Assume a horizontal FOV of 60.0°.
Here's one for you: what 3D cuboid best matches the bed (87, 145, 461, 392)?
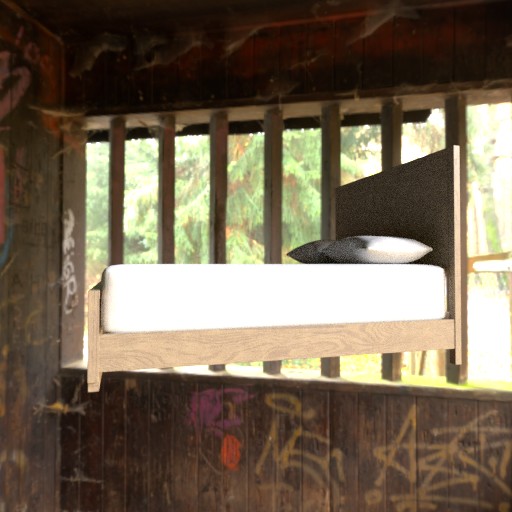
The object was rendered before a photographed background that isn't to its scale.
[{"bbox_3d":[0.000,0.000,3.227,2.189,1.369,1.606,0,-1,-17],"label":"bed"}]
